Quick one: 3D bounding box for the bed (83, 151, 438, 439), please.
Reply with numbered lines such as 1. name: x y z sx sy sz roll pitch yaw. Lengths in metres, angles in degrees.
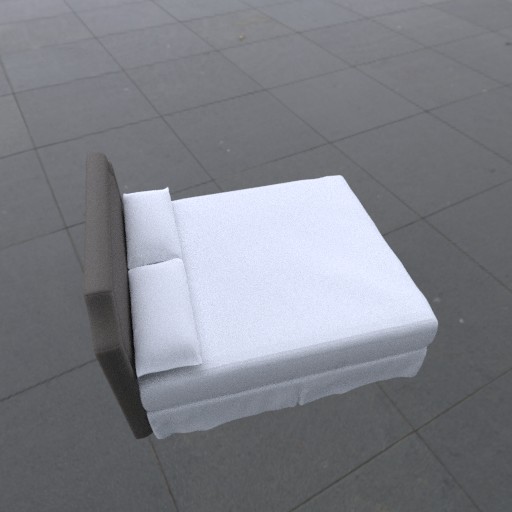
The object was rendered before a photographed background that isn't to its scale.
1. bed: 0.000 0.000 3.923 2.536 1.561 2.194 -10 47 -10
